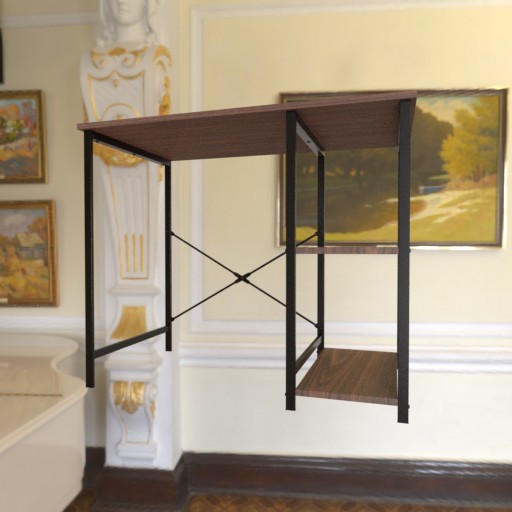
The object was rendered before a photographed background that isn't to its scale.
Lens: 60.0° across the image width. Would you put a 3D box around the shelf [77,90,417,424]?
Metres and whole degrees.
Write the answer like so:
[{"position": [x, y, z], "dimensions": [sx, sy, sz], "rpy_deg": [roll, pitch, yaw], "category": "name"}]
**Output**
[{"position": [0.000, 0.000, 1.358], "dimensions": [0.902, 0.750, 0.498], "rpy_deg": [0, 1, 17], "category": "shelf"}]
